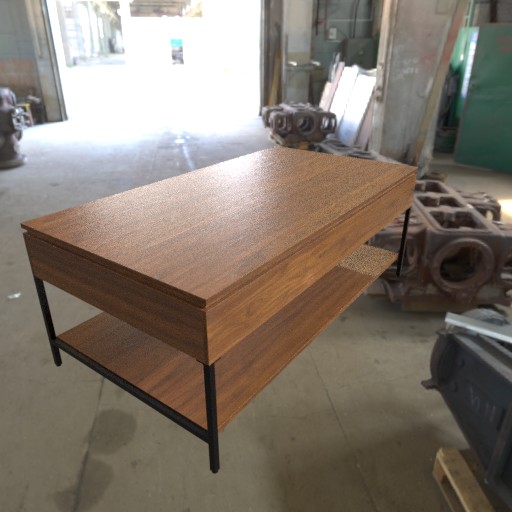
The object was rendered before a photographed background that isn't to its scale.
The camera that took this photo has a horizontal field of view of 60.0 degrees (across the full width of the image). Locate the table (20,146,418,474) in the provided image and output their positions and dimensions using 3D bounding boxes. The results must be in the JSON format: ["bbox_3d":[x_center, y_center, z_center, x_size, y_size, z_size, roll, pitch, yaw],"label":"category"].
[{"bbox_3d":[0.000,0.000,1.342,0.574,0.414,1.057,18,31,32],"label":"table"}]
